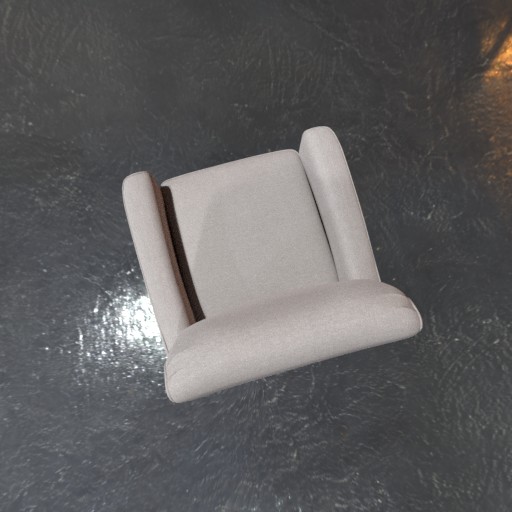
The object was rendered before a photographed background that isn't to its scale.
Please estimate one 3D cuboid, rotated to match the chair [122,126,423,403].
[{"bbox_3d":[0.000,0.000,1.671,0.845,1.023,0.859,-15,76,-4],"label":"chair"}]
